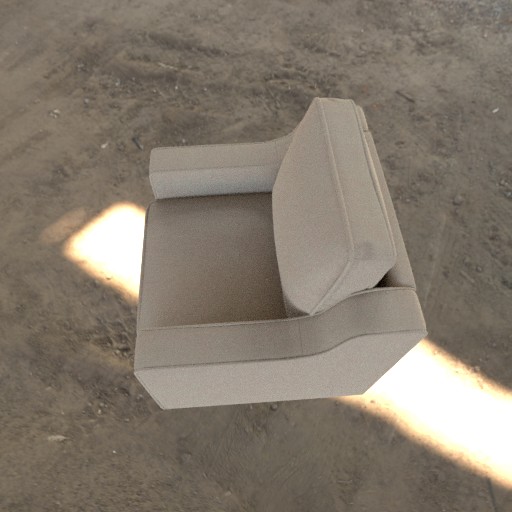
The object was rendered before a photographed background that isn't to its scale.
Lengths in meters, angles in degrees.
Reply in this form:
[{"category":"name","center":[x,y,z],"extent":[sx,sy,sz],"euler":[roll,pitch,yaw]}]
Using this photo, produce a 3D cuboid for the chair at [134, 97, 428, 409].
[{"category":"chair","center":[0.000,0.000,1.669],"extent":[0.882,0.948,0.922],"euler":[-3,58,-2]}]
